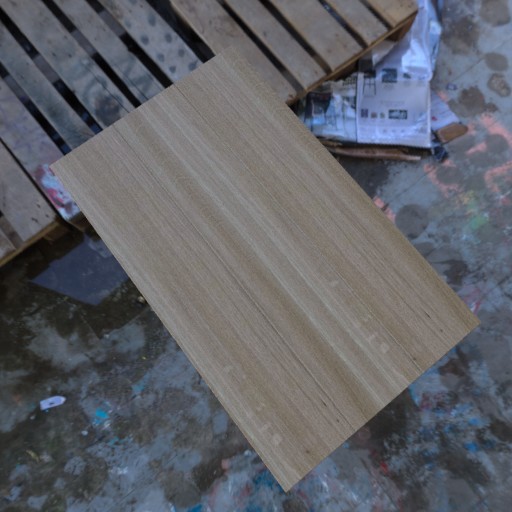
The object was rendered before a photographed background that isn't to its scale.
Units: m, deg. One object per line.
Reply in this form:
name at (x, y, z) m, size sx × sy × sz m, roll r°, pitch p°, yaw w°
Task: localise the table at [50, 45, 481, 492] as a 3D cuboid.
table at (0.000, 0.000, 1.418) m, size 0.678 × 0.353 × 1.110 m, roll -37°, pitch 79°, yaw -9°
